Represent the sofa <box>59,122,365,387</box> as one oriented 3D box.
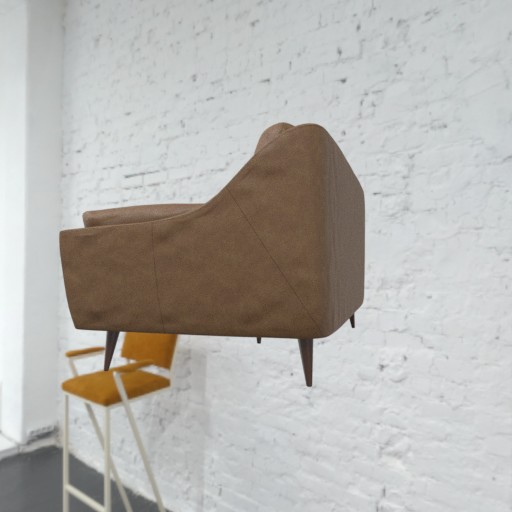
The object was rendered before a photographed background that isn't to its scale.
[{"bbox_3d":[0.000,0.000,2.252,0.981,0.886,1.731,0,-1,18],"label":"sofa"}]
